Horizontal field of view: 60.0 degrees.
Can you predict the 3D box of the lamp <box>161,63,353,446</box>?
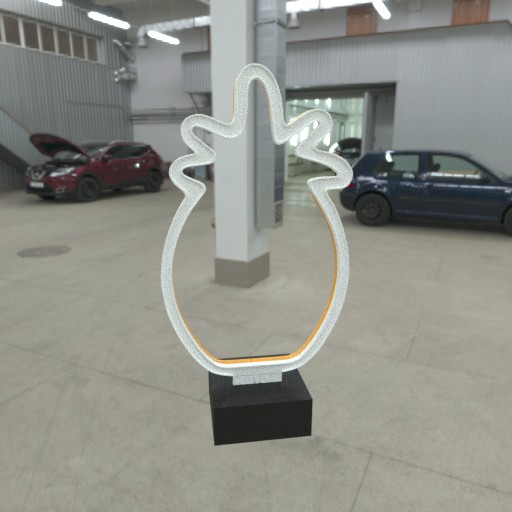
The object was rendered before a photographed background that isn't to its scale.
[{"bbox_3d":[0.000,0.000,0.397,0.167,0.317,0.088,-2,15,-9],"label":"lamp"}]
